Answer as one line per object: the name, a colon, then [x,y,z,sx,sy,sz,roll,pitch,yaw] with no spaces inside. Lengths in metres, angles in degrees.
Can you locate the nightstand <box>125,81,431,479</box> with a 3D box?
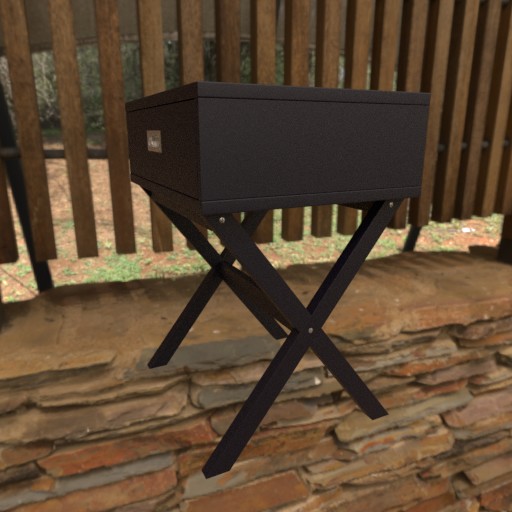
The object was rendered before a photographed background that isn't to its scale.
nightstand: [0.000,0.000,0.928,0.402,0.623,0.479,-8,17,-25]
